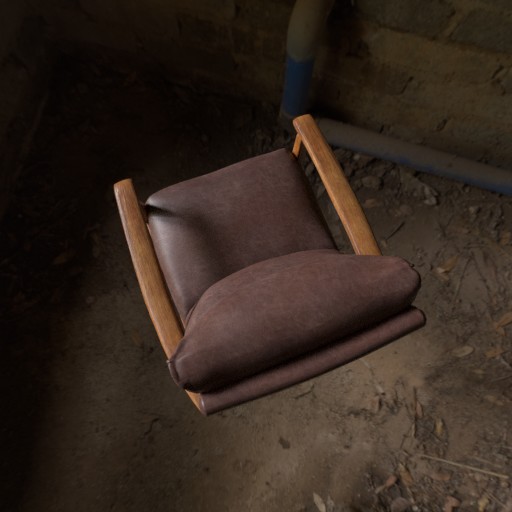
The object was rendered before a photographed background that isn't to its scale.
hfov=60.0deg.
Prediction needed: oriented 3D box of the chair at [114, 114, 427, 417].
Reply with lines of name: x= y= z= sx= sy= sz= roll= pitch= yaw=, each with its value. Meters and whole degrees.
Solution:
chair: x=0.000 y=0.000 z=1.507 sx=0.782 sy=0.897 sz=0.830 roll=-21 pitch=77 yaw=-5
